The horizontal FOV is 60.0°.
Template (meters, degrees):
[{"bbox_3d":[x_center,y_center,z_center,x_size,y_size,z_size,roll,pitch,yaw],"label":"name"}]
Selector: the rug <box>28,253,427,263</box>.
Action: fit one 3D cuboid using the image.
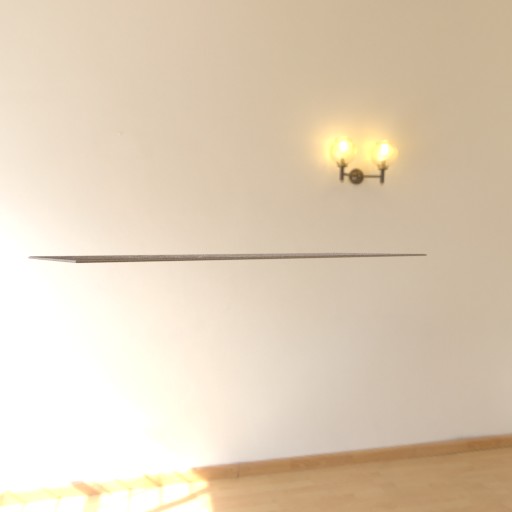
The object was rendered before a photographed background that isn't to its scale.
[{"bbox_3d":[0.000,0.000,2.741,2.388,0.012,0.864,-1,1,-38],"label":"rug"}]
